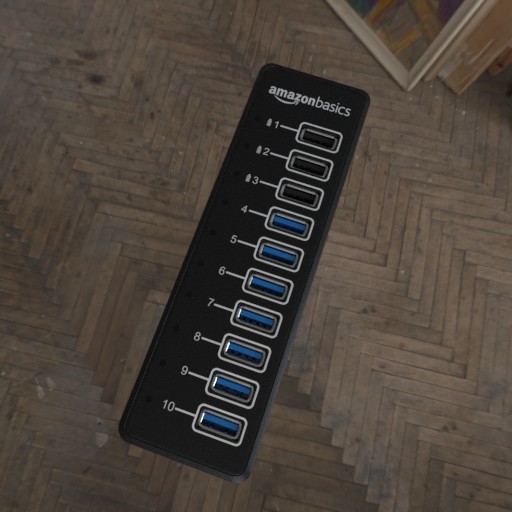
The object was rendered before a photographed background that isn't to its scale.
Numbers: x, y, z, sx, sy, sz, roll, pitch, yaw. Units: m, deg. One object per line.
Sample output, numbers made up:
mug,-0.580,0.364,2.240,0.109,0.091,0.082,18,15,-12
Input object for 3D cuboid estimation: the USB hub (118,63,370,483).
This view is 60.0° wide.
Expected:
USB hub,0.000,0.000,0.164,0.044,0.023,0.145,19,77,5
